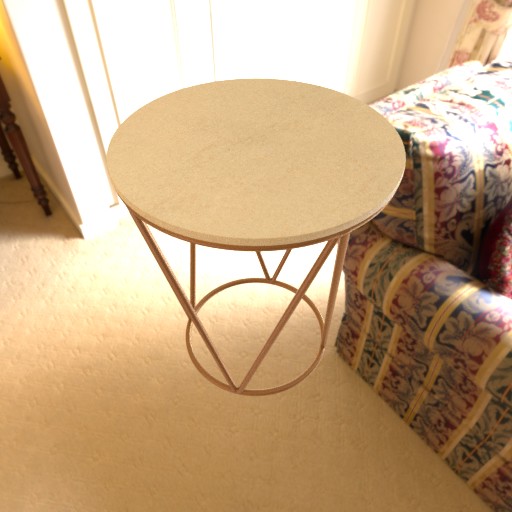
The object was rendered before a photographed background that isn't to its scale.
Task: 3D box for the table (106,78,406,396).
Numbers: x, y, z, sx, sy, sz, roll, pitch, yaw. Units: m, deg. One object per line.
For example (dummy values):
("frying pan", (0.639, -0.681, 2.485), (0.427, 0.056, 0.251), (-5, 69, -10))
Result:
("table", (0.000, 0.000, 0.959), (0.500, 0.564, 0.500), (0, 45, 0))
